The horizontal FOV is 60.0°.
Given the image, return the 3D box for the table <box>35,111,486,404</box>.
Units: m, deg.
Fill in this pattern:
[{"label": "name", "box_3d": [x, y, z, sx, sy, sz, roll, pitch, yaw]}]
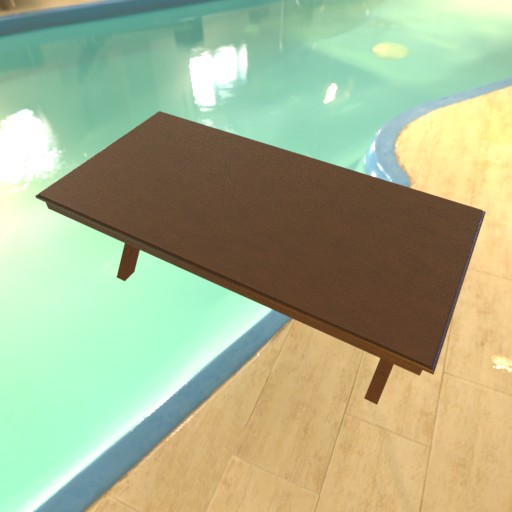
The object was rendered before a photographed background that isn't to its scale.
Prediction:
[{"label": "table", "box_3d": [0.000, 0.000, 1.473, 1.197, 0.459, 0.594, 22, 50, 20]}]
